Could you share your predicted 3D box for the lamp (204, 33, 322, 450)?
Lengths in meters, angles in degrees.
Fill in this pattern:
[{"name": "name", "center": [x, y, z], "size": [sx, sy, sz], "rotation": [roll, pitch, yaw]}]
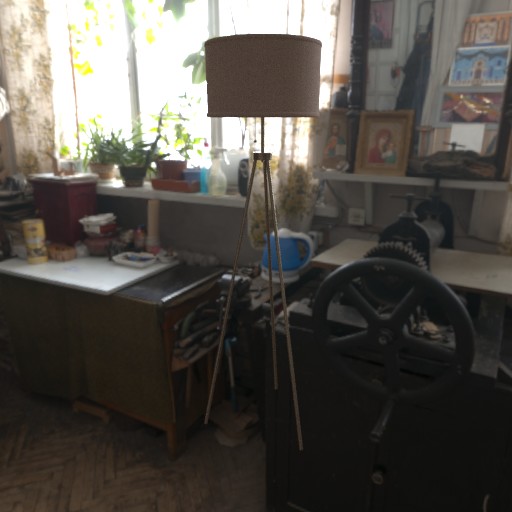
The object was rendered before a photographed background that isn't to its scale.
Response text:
[{"name": "lamp", "center": [0.000, 0.000, 1.769], "size": [0.460, 1.545, 0.449], "rotation": [-3, 17, -10]}]
